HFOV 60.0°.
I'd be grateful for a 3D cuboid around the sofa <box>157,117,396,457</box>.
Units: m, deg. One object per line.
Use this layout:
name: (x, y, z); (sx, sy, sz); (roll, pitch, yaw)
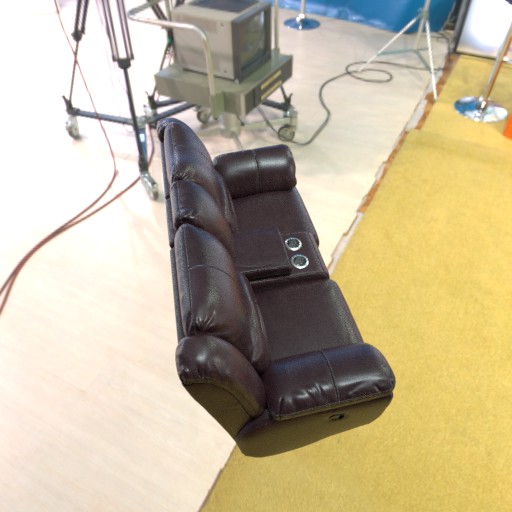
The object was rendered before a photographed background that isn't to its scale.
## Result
sofa: (0.000, 0.000, 2.678); (0.991, 1.043, 2.058); (-8, 46, -8)
